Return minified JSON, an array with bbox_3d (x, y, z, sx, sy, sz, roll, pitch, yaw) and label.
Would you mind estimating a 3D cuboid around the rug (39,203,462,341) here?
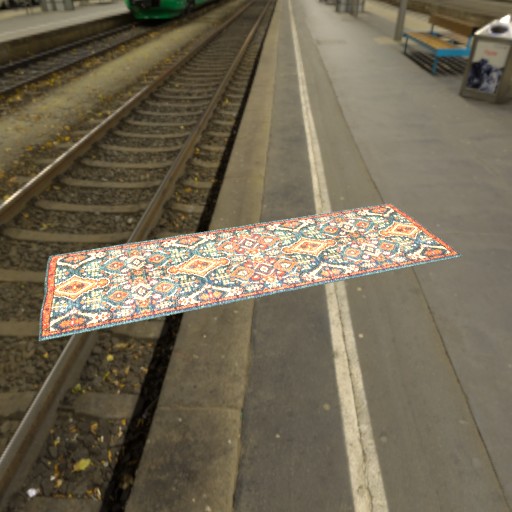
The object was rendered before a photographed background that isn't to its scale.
[{"bbox_3d":[0.000,0.000,2.759,2.459,0.010,0.801,-10,34,-15],"label":"rug"}]
